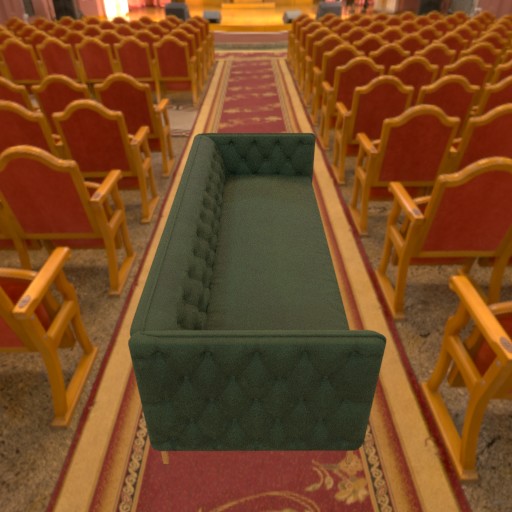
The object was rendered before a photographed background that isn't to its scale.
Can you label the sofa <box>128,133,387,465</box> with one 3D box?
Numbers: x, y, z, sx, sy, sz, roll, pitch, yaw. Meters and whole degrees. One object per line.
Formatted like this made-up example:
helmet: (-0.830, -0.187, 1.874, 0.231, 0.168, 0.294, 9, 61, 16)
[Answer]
sofa: (0.000, 0.000, 2.585, 0.895, 0.771, 2.209, 0, 34, 0)
